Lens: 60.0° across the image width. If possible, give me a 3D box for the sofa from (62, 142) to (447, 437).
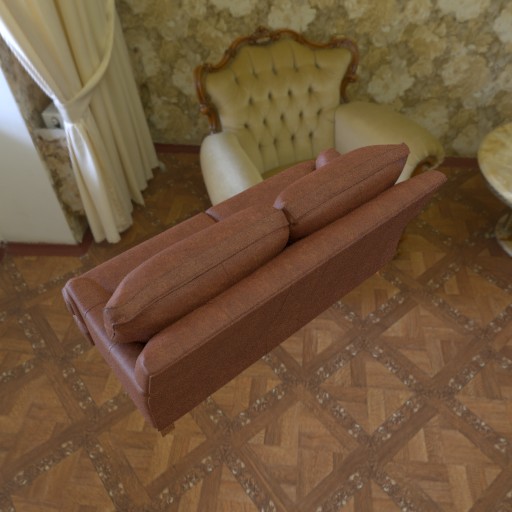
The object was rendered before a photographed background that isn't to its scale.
[{"bbox_3d":[0.000,0.000,2.791,2.144,1.071,1.147,-31,54,-26],"label":"sofa"}]
